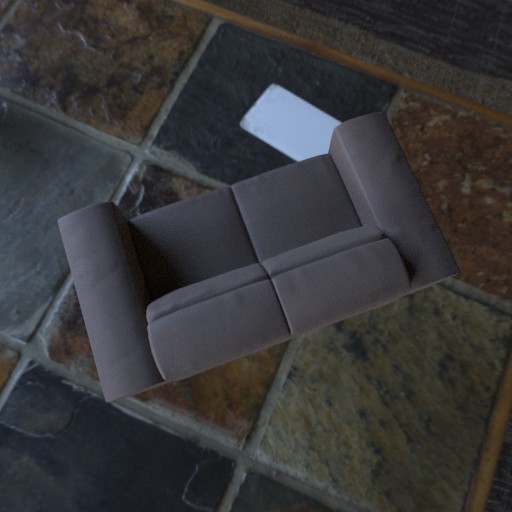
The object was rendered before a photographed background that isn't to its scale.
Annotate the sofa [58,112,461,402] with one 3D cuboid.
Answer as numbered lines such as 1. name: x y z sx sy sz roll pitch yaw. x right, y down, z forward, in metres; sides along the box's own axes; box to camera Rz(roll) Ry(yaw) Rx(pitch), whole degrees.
1. sofa: 0.000 0.000 2.511 1.895 0.779 1.003 -19 77 -5
